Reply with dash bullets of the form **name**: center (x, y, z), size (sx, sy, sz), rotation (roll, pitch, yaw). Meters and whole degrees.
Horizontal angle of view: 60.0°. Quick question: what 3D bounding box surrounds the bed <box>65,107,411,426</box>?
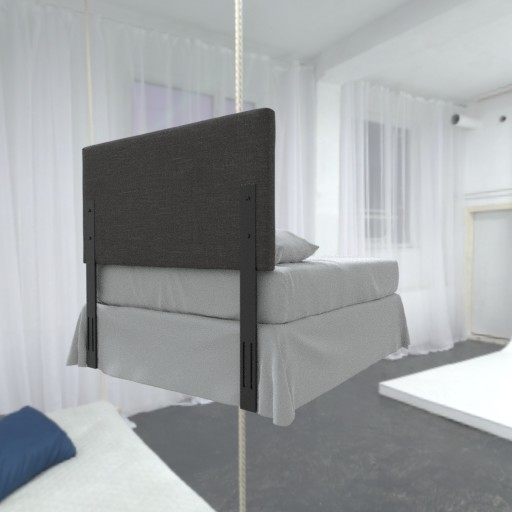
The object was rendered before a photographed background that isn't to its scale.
- **bed**: center (0.000, 0.000, 3.547), size (1.936, 1.577, 2.222), rotation (1, 2, 36)
